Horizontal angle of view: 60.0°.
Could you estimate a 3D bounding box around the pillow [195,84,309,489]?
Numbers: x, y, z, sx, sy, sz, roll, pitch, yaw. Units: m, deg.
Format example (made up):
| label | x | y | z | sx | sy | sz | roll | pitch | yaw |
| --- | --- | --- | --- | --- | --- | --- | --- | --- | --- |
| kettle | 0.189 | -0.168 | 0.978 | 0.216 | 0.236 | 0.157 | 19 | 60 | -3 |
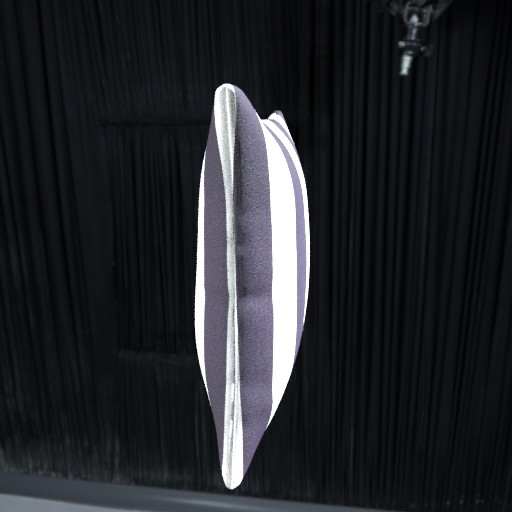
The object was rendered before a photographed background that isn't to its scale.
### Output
| label | x | y | z | sx | sy | sz | roll | pitch | yaw |
| --- | --- | --- | --- | --- | --- | --- | --- | --- | --- |
| pillow | 0.000 | 0.000 | 0.794 | 0.189 | 0.526 | 0.536 | 2 | 15 | 8 |
